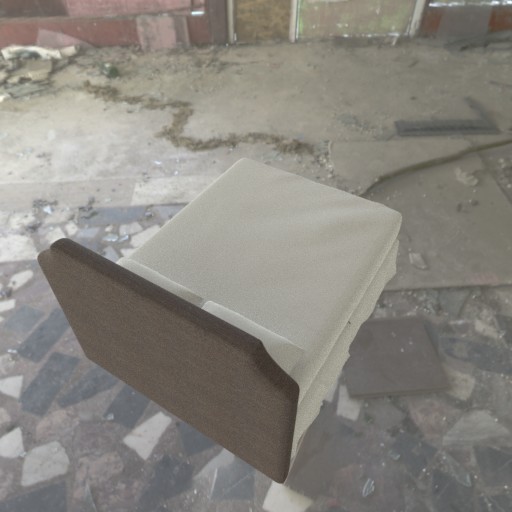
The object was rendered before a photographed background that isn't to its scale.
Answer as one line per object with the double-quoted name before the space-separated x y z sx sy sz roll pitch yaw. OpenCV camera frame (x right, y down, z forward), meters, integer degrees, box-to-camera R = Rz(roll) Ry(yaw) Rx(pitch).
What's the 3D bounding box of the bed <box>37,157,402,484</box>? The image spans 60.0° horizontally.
"bed" 0.000 0.000 3.168 1.693 1.290 2.116 24 51 22
